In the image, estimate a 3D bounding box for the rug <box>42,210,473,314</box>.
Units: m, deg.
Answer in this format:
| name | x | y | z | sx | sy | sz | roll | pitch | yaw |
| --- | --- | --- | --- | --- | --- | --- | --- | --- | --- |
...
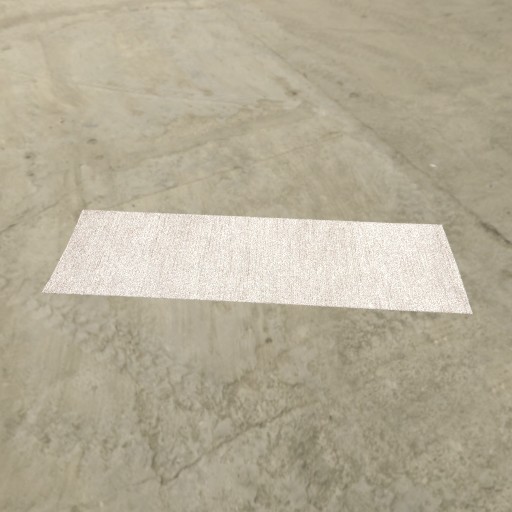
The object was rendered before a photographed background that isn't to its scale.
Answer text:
| name | x | y | z | sx | sy | sz | roll | pitch | yaw |
| --- | --- | --- | --- | --- | --- | --- | --- | --- | --- |
| rug | 0.000 | 0.000 | 2.634 | 2.346 | 0.013 | 0.712 | 3 | 46 | 3 |
